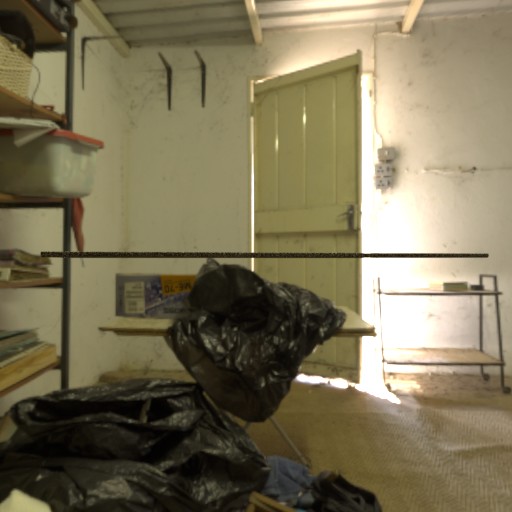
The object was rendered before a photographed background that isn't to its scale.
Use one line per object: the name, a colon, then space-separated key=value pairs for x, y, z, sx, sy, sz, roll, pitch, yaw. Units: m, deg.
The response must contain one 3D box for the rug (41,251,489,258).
rug: x=0.000 y=0.000 z=2.905 sx=2.352 sy=0.025 sz=1.501 roll=0 pitch=0 yaw=-17
